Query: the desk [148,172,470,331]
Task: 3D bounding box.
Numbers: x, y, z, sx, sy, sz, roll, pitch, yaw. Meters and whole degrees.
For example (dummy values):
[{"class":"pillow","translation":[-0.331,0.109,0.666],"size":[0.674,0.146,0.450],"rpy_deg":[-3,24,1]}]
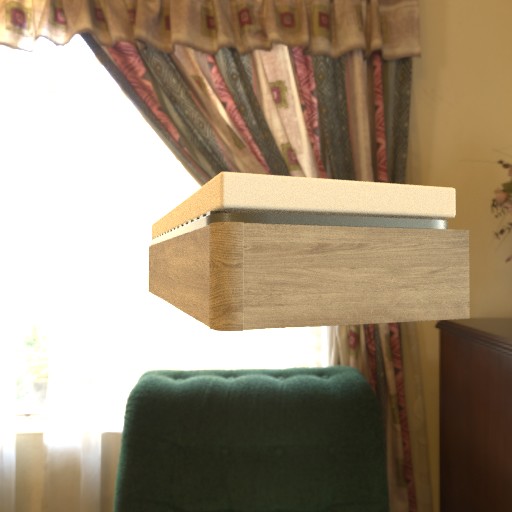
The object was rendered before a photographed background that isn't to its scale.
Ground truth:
[{"class":"desk","translation":[0.000,0.000,2.266],"size":[0.900,0.455,1.900],"rpy_deg":[0,-1,-19]}]
